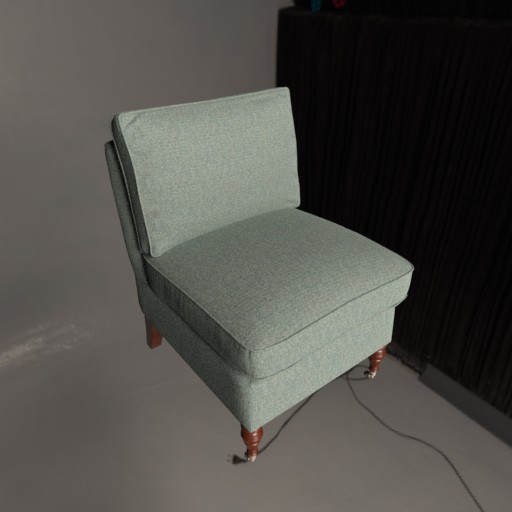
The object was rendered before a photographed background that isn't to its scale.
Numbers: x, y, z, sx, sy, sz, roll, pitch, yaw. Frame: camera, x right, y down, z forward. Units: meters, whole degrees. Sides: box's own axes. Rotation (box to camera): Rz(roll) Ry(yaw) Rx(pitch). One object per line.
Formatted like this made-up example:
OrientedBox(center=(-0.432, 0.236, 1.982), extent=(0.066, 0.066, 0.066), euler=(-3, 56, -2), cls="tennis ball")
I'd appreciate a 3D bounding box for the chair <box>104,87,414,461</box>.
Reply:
OrientedBox(center=(0.000, 0.000, 1.416), extent=(0.624, 0.901, 0.796), euler=(-22, 37, -31), cls="chair")
